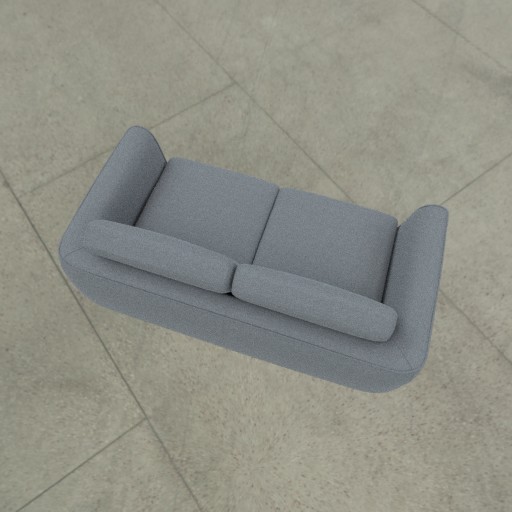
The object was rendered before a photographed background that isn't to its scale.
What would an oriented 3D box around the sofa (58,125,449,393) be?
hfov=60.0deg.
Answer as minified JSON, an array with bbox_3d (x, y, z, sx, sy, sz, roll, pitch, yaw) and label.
[{"bbox_3d":[0.000,0.000,2.218,1.700,0.850,0.920,17,66,8],"label":"sofa"}]
